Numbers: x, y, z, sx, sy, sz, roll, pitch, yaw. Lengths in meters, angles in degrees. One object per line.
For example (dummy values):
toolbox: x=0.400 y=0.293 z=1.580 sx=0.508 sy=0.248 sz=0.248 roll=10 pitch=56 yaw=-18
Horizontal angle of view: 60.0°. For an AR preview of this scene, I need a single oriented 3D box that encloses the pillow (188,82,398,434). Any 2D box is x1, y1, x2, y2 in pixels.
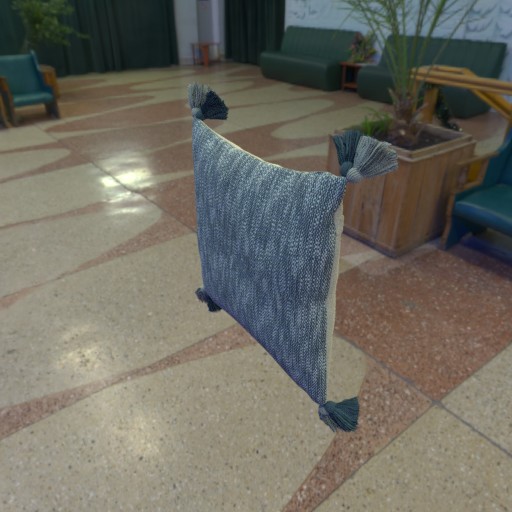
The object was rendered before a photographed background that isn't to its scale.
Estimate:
pillow: x=0.000 y=0.000 z=0.943 sx=0.138 sy=0.634 sz=0.614 roll=-20 pitch=36 yaw=-30
